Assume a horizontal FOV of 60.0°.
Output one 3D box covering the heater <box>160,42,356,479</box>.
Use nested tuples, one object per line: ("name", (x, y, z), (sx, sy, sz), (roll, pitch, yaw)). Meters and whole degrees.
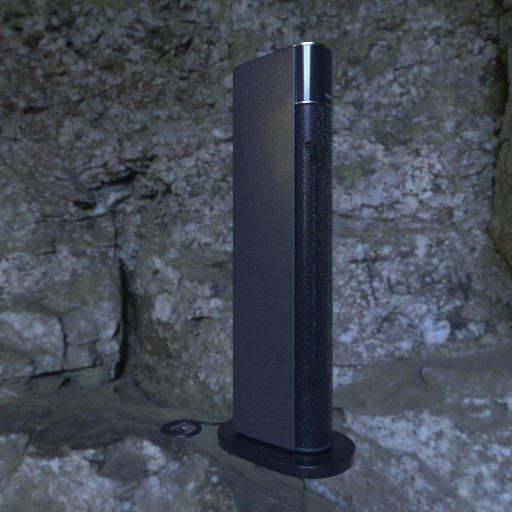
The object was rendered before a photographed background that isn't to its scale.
("heater", (0.000, 0.000, 1.011), (0.458, 0.856, 0.214), (0, 0, 36))
